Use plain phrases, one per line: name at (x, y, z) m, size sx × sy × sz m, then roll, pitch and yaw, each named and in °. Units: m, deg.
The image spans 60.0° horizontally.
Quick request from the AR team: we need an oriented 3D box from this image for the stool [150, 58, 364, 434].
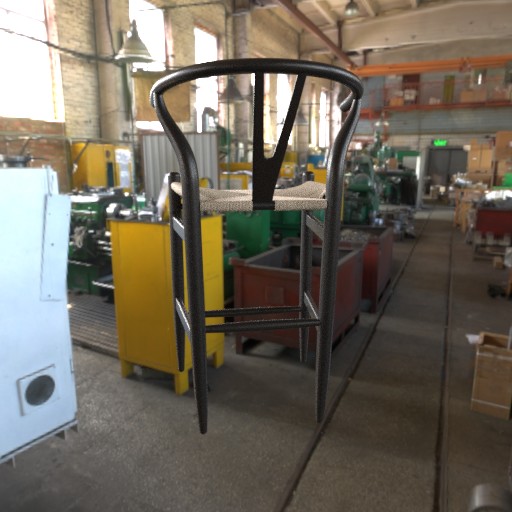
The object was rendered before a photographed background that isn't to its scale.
stool at (0.000, 0.000, 1.301) m, size 0.569 × 0.970 × 0.579 m, roll -2°, pitch 12°, yaw -9°
